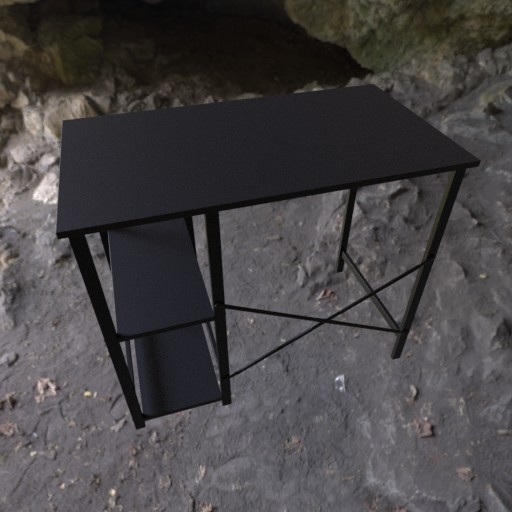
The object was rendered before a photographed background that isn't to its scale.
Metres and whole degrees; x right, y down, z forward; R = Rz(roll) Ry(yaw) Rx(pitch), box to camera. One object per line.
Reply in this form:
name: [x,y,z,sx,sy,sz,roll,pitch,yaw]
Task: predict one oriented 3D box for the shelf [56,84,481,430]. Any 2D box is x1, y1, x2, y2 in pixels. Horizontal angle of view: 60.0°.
shelf: [0.000,0.000,1.317,0.902,0.749,0.498,-11,42,-13]
